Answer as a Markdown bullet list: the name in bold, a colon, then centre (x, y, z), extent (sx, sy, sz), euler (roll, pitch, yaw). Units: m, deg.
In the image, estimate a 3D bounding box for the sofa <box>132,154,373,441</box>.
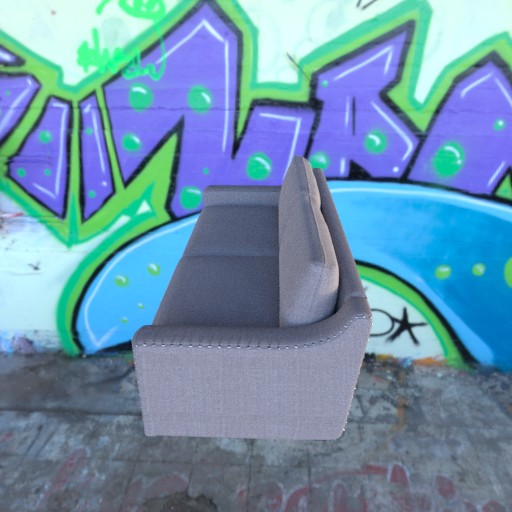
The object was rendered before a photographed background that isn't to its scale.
- **sofa**: centre (0.000, 0.000, 2.822), extent (1.000, 0.857, 2.208), euler (1, 26, 2)
